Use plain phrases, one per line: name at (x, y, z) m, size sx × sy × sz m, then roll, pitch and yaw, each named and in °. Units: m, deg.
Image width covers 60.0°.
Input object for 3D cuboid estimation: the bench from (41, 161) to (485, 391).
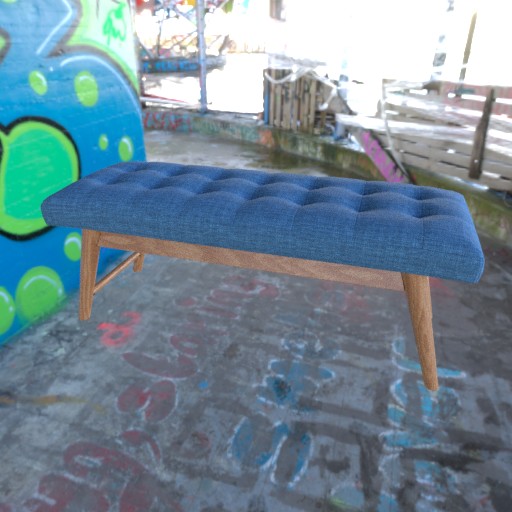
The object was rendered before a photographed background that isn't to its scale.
bench at (0.000, 0.000, 1.308) m, size 1.118 × 0.432 × 0.406 m, roll 8°, pitch 28°, yaw 15°
